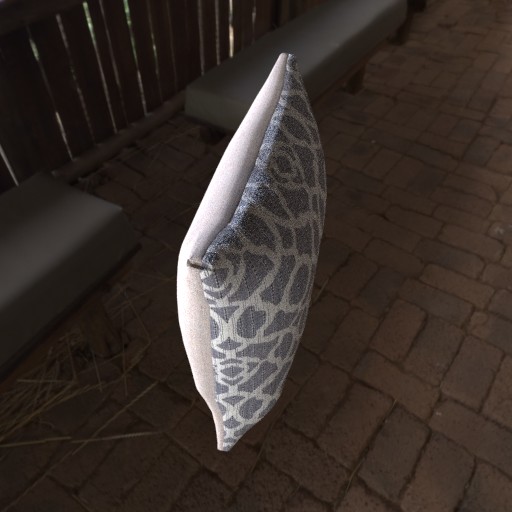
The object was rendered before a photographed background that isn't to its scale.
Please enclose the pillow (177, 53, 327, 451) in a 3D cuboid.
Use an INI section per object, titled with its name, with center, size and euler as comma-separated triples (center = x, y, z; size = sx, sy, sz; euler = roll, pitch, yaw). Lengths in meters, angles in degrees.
[pillow]
center = 0.000, 0.000, 0.778
size = 0.215, 0.498, 0.508
euler = 10, 48, 9
